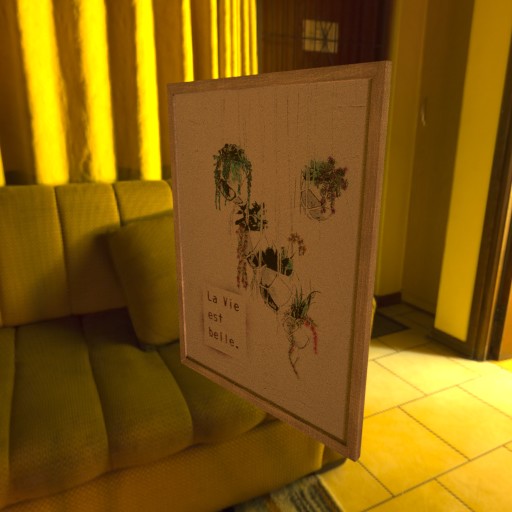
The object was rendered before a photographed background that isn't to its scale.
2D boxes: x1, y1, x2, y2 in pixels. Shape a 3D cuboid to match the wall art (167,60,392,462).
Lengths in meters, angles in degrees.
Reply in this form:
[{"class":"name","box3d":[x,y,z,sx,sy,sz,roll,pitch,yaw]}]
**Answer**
[{"class":"wall art","box3d":[0.000,0.000,1.346,0.781,1.022,0.035,15,22,41]}]
